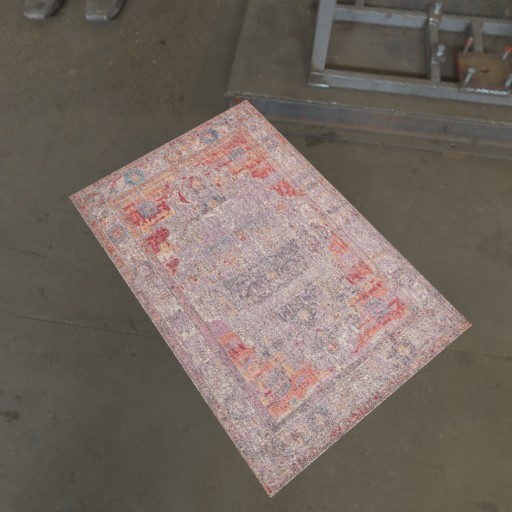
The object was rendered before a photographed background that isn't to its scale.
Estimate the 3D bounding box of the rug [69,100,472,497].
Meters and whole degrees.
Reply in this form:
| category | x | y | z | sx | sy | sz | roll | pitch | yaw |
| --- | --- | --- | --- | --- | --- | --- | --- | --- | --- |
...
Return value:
| category | x | y | z | sx | sy | sz | roll | pitch | yaw |
| --- | --- | --- | --- | --- | --- | --- | --- | --- | --- |
| rug | 0.000 | 0.000 | 2.291 | 1.219 | 0.005 | 1.829 | -34 | 68 | -16 |
